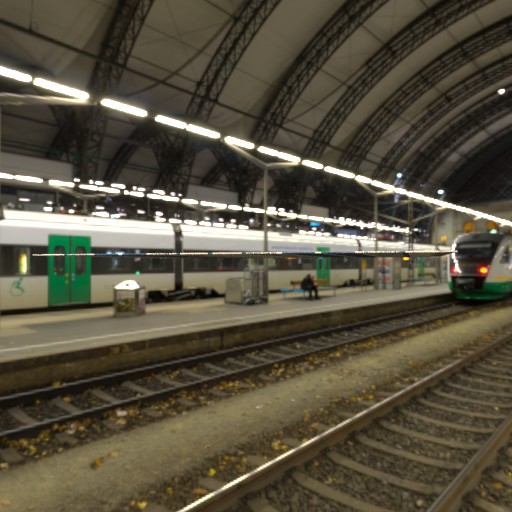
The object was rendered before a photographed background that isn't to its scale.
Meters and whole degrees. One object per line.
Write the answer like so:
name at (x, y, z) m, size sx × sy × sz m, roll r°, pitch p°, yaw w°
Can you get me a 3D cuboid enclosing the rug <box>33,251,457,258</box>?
rug at (0.000, 0.000, 3.086) m, size 2.441 × 0.010 × 1.532 m, roll 0°, pitch -1°, yaw 20°
